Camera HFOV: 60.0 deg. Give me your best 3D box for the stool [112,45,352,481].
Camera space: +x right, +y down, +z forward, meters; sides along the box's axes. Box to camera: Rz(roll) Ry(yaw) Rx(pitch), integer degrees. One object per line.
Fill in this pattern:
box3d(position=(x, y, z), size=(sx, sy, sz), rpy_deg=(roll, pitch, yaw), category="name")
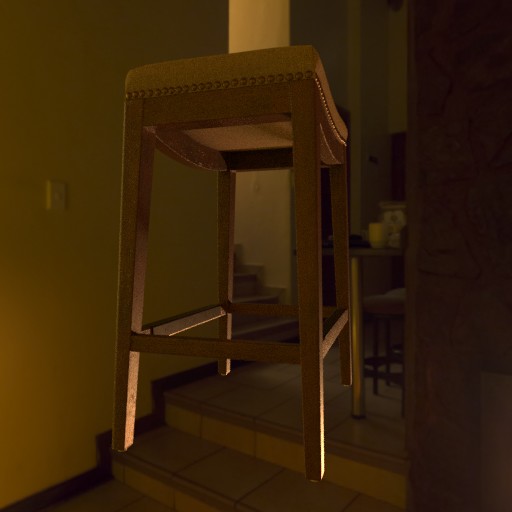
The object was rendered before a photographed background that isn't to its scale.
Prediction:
box3d(position=(0.000, 0.000, 0.936), size=(0.356, 0.660, 0.508), rpy_deg=(0, 1, 17), category="stool")
